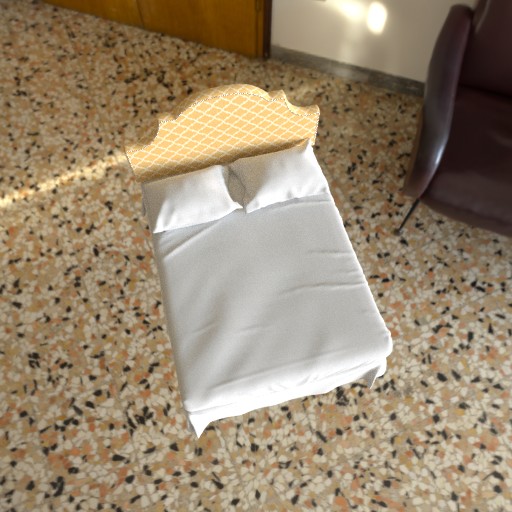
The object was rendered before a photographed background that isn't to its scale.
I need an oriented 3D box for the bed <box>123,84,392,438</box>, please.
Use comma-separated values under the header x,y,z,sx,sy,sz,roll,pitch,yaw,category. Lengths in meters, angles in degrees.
x,y,z,sx,sy,sz,roll,pitch,yaw,category
0.000,0.000,3.454,1.780,1.633,2.222,-14,64,-7,bed
